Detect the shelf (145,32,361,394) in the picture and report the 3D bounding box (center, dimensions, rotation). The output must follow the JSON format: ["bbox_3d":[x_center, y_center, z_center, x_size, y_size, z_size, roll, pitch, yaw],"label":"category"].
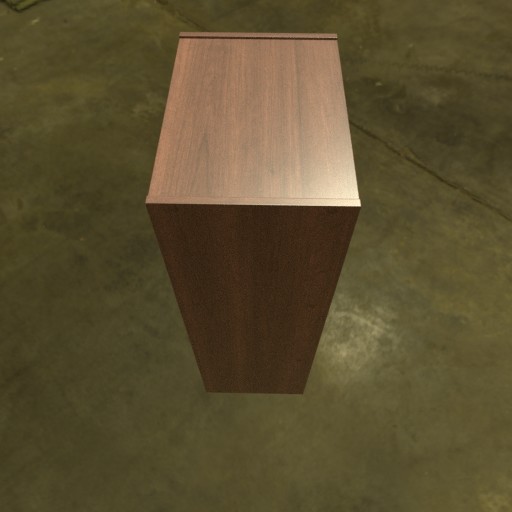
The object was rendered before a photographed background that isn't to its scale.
[{"bbox_3d":[0.000,0.000,1.074,0.290,0.879,0.414,1,57,1],"label":"shelf"}]
